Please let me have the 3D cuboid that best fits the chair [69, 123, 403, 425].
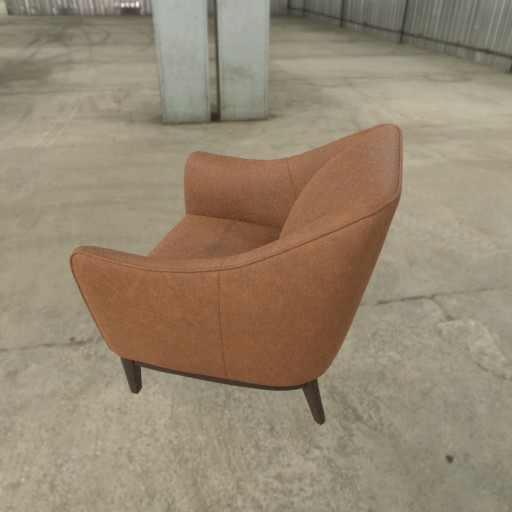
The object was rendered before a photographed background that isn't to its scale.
[{"bbox_3d":[0.000,0.000,1.544,0.852,0.830,0.871,8,33,13],"label":"chair"}]
